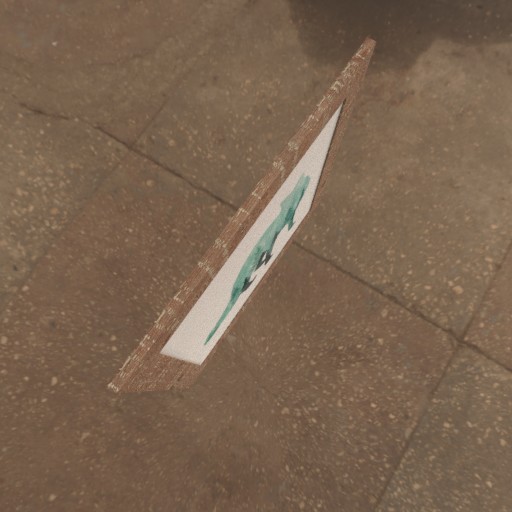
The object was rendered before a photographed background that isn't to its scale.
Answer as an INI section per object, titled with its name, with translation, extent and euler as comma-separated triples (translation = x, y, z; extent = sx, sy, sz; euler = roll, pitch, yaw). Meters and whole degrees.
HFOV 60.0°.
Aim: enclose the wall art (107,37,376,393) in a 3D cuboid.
[wall art]
translation = 0.000, 0.000, 0.560
extent = 0.012, 0.384, 0.384
euler = 33, 77, 9
